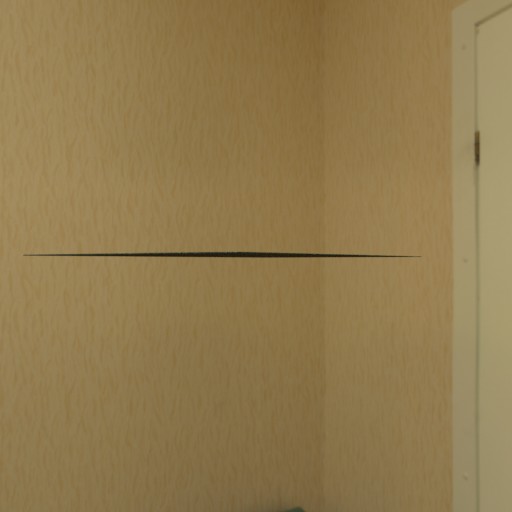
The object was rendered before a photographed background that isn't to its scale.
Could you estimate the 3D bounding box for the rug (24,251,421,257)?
[{"bbox_3d":[0.000,0.000,4.241,2.190,0.008,3.371,0,-1,36],"label":"rug"}]
